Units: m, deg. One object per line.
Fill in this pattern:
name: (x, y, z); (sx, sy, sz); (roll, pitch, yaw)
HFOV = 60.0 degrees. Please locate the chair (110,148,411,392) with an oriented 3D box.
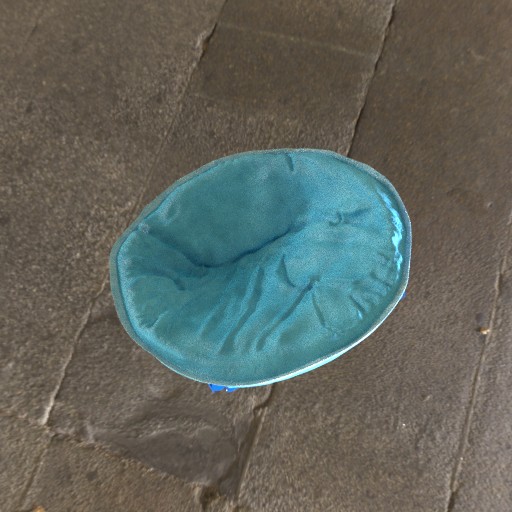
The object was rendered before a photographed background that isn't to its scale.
chair: (0.000, 0.000, 0.883); (0.520, 0.478, 0.465); (-25, 77, -6)
